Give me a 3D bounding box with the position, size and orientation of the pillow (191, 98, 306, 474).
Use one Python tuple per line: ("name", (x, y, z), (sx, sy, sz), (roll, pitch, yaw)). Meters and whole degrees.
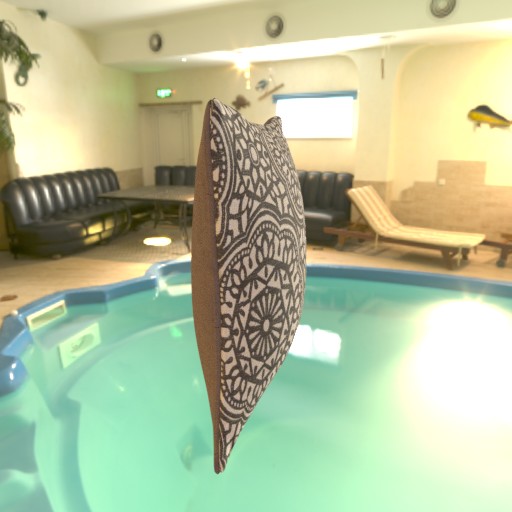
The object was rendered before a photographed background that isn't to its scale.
("pillow", (0.000, 0.000, 0.663), (0.148, 0.417, 0.436), (3, 16, 11))
